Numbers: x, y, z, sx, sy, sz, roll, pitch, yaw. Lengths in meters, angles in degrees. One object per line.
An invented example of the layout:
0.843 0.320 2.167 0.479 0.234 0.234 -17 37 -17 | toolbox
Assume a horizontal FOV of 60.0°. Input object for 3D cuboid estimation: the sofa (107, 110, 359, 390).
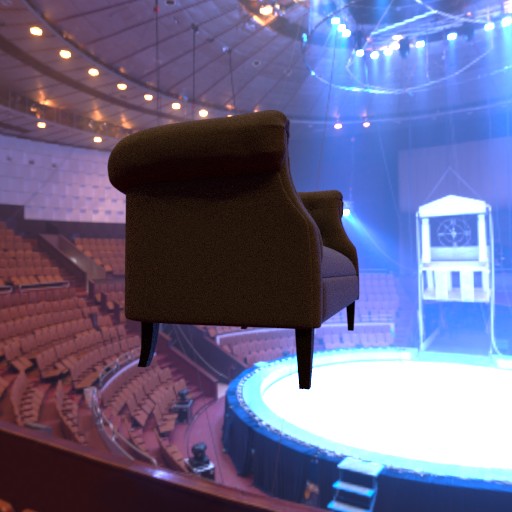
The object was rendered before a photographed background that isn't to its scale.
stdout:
0.000 0.000 2.057 0.835 0.827 1.558 -1 -2 18 | sofa
